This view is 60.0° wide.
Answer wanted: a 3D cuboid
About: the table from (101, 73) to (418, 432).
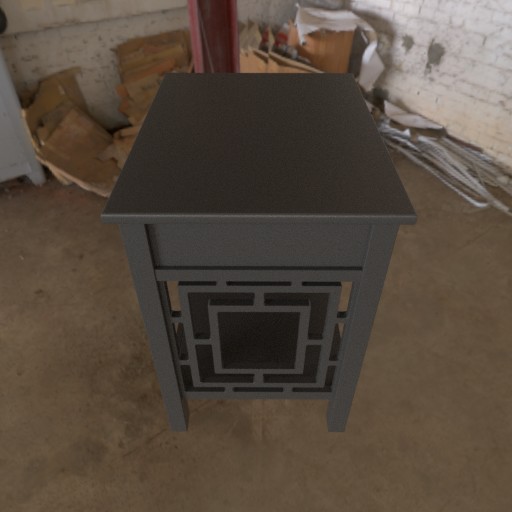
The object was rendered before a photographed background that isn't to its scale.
[{"bbox_3d":[0.000,0.000,1.036,0.451,0.646,0.564,0,41,0],"label":"table"}]
